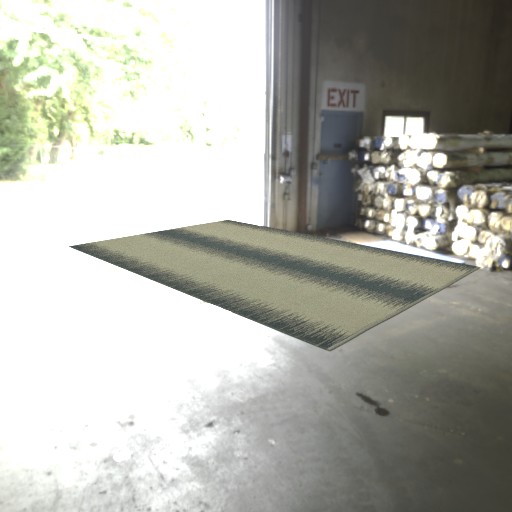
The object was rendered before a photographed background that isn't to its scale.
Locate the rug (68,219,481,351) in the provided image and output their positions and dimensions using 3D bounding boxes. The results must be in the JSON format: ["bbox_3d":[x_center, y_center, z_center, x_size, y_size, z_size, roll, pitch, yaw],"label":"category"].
[{"bbox_3d":[0.000,0.000,2.351,1.854,0.006,1.234,14,21,43],"label":"rug"}]
